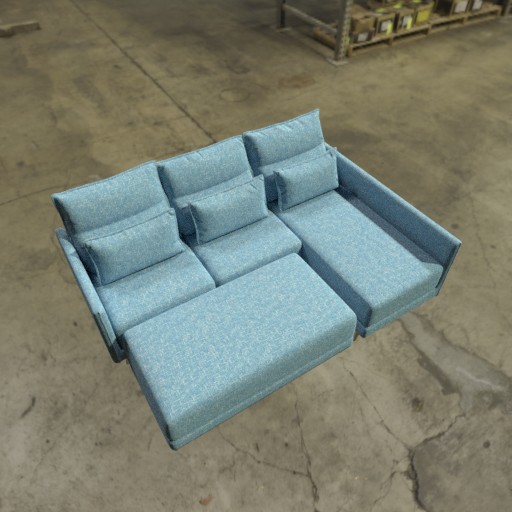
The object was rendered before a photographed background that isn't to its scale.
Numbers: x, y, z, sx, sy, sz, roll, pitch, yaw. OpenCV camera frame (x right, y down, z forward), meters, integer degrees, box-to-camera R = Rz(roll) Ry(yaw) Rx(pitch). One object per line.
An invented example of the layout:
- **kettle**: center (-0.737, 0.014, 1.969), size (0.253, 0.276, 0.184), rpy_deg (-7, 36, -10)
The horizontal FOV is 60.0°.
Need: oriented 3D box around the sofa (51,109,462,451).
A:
- **sofa**: center (0.000, 0.000, 2.791), size (2.034, 0.899, 1.420), rpy_deg (-24, 51, -22)
